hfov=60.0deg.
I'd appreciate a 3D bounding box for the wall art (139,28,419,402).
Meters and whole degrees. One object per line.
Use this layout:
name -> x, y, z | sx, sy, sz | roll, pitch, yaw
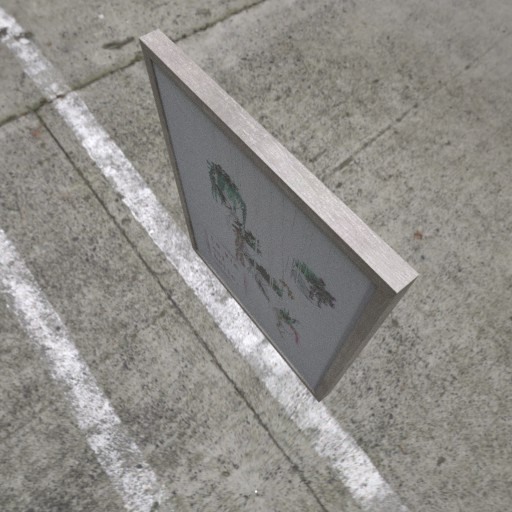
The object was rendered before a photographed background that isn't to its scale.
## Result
wall art -> 0.000, 0.000, 0.687 | 0.032, 0.521, 0.421 | -35, 67, -17
